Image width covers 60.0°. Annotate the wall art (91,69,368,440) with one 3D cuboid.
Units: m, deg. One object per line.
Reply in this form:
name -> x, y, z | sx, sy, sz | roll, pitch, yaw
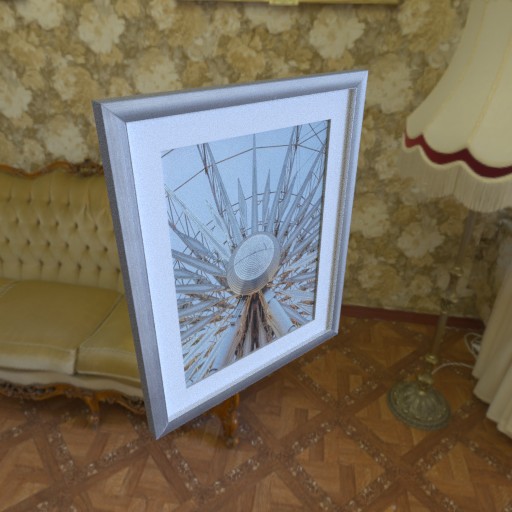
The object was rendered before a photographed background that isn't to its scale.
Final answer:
wall art -> 0.000, 0.000, 0.757 | 0.458, 0.558, 0.029 | -21, 36, -33
